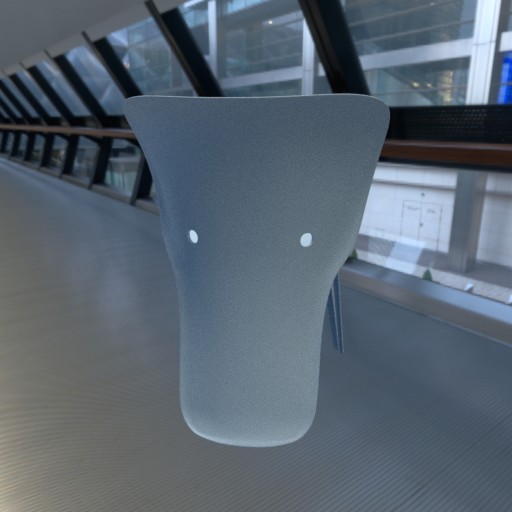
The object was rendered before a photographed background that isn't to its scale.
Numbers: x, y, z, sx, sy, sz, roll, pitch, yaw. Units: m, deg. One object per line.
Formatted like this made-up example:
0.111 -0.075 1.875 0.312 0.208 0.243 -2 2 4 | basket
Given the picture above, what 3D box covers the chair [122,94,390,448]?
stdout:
0.000 0.000 0.843 0.451 0.554 0.402 2 16 7 | chair
